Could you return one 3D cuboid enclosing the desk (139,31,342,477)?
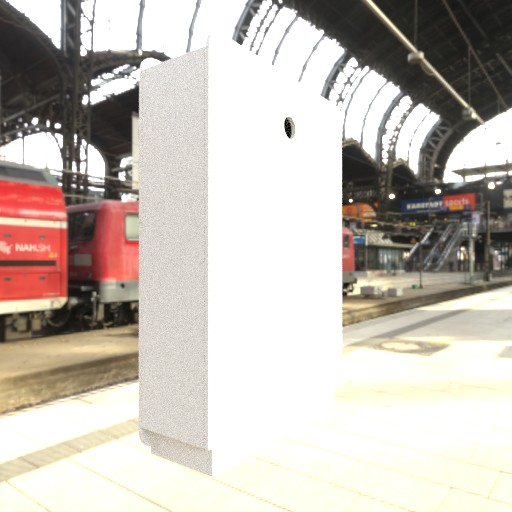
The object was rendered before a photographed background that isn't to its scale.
[{"bbox_3d":[0.000,0.000,1.544,0.278,1.190,0.795,0,-1,36],"label":"desk"}]
